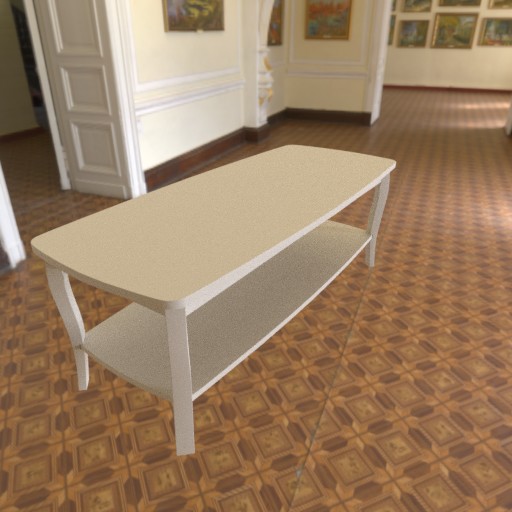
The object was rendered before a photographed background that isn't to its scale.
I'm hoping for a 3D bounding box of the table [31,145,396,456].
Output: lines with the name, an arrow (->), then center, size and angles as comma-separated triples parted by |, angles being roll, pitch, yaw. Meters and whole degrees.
table -> 0.000, 0.000, 1.552 | 0.561, 0.474, 1.334 | 17, 32, 31
